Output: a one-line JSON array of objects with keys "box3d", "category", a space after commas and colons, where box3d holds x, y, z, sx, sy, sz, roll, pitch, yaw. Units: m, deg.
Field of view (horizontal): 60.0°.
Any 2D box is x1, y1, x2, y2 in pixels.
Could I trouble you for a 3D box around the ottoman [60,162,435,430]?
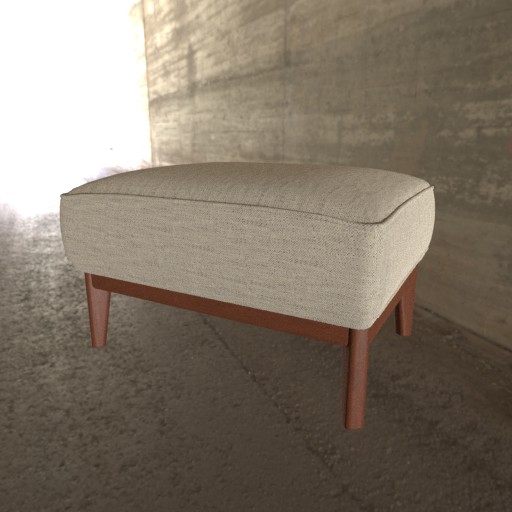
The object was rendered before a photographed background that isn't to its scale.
[{"box3d": [0.000, 0.000, 1.159, 0.794, 0.465, 0.594, 8, 17, 28], "category": "ottoman"}]
